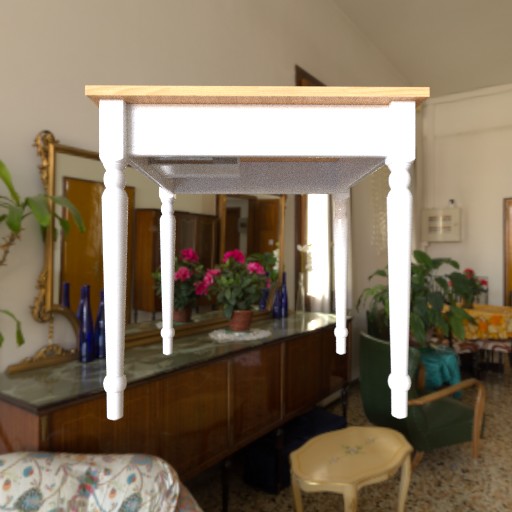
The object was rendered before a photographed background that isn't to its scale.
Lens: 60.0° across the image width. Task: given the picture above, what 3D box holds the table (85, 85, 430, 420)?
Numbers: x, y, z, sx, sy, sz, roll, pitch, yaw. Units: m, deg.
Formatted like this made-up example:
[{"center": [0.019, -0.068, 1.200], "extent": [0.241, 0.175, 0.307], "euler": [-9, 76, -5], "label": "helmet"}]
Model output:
[{"center": [0.000, 0.000, 1.334], "extent": [0.747, 0.738, 0.747], "euler": [0, 0, -1], "label": "table"}]
